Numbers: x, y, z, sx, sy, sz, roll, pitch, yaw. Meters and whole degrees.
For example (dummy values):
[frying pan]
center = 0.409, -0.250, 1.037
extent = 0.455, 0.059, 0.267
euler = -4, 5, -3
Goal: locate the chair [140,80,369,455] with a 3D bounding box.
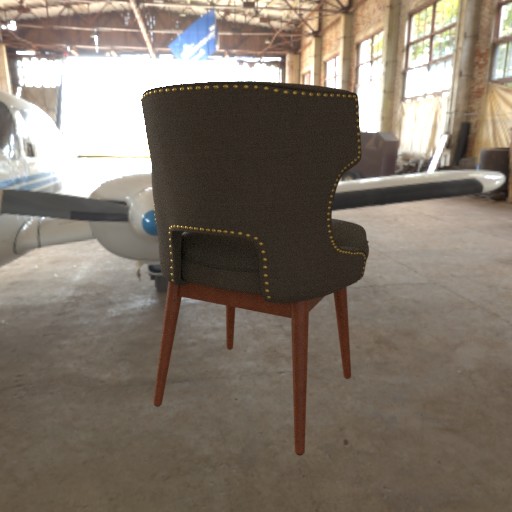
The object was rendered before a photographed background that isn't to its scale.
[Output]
[chair]
center = 0.000, 0.000, 1.246
extent = 0.595, 0.863, 0.581
euler = 8, 16, 27
